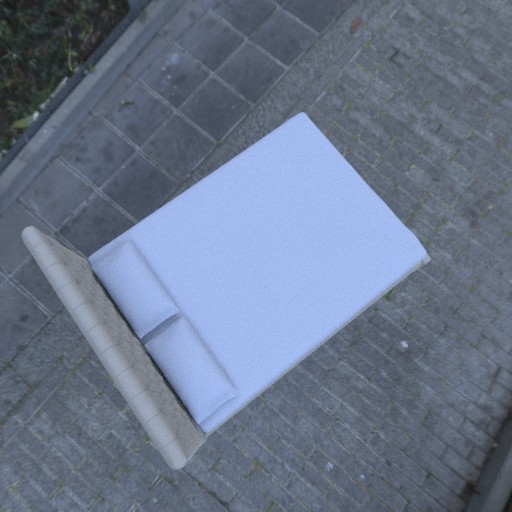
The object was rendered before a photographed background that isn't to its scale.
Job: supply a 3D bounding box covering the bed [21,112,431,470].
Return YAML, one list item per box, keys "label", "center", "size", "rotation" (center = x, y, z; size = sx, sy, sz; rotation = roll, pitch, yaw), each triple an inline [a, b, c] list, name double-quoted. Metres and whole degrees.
- label: "bed"
  center: [0.000, 0.000, 3.378]
  size: [2.387, 1.427, 1.698]
  rotation: [-36, 78, -9]
